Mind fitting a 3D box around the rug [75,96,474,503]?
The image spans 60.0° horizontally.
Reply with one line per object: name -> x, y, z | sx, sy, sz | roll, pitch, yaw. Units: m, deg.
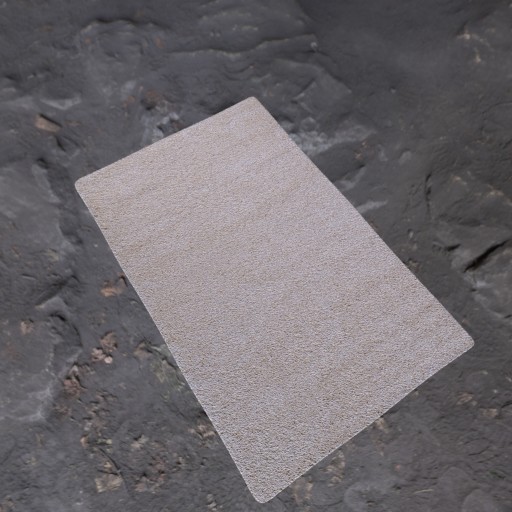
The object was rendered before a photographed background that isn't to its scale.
rug -> 0.000, 0.000, 2.820 | 1.500, 0.026, 2.349 | -30, 67, -14
